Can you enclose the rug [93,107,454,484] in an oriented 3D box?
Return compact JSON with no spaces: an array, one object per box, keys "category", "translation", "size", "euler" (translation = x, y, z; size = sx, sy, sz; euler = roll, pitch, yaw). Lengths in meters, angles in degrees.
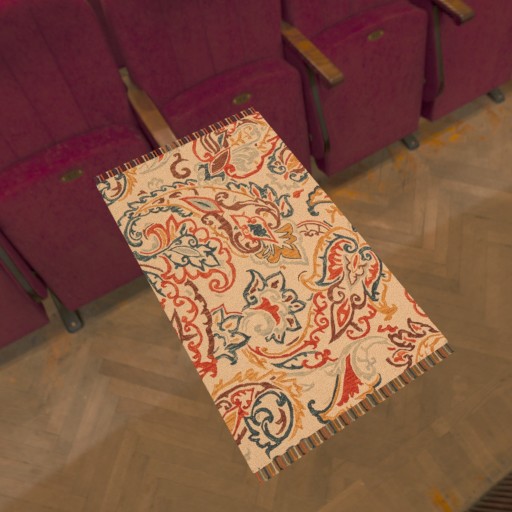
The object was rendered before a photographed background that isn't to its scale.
[{"category":"rug","translation":[0.000,0.000,3.259],"size":[1.523,0.010,2.584],"euler":[-28,66,-14]}]
